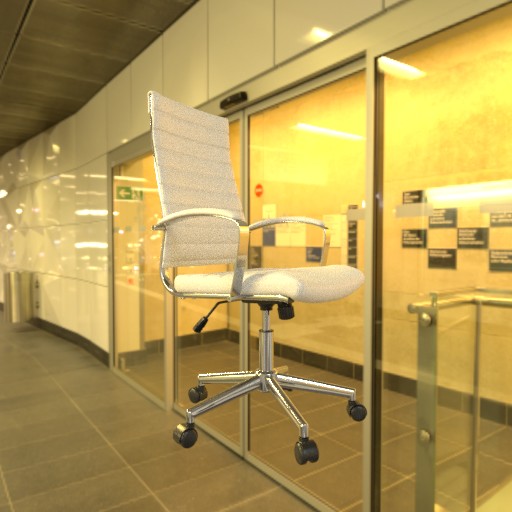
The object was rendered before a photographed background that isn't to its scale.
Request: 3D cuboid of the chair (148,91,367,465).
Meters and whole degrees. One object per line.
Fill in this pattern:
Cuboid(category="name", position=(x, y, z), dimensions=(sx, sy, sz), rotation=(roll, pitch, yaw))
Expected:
Cuboid(category="chair", position=(0.000, 0.000, 1.560), dimensions=(0.679, 1.149, 0.679), rotation=(1, 2, 34))
